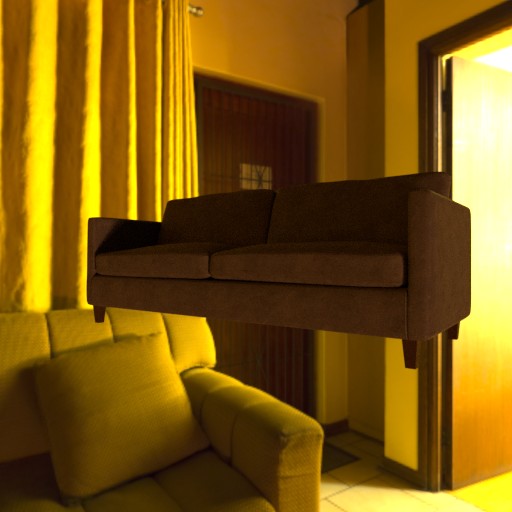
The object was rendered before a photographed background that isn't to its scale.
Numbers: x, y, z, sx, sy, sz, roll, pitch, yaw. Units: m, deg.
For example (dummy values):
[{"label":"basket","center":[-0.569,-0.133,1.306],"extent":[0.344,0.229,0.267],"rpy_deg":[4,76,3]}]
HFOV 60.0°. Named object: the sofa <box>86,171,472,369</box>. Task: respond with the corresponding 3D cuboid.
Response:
[{"label":"sofa","center":[0.000,0.000,2.897],"extent":[2.434,0.965,0.951],"rpy_deg":[0,0,36]}]
